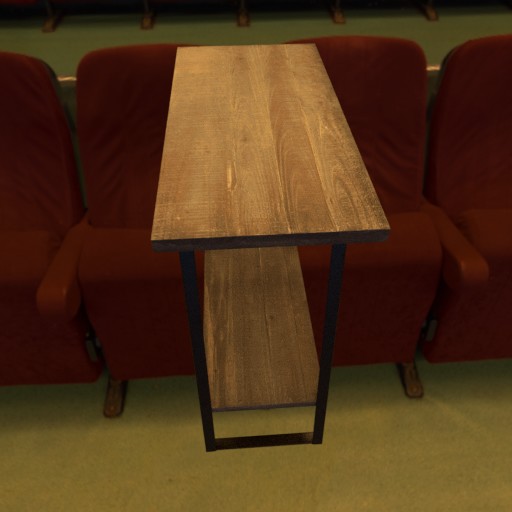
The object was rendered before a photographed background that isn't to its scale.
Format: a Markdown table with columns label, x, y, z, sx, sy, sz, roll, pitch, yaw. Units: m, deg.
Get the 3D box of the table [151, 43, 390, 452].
| label | x | y | z | sx | sy | sz | roll | pitch | yaw |
| --- | --- | --- | --- | --- | --- | --- | --- | --- | --- |
| table | 0.000 | 0.000 | 1.009 | 0.300 | 0.701 | 0.599 | -3 | 46 | -3 |
